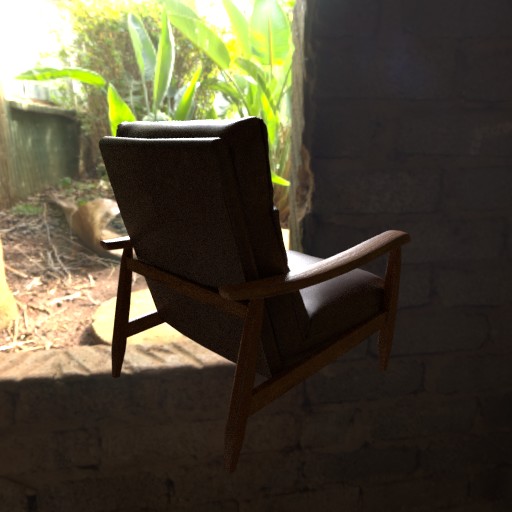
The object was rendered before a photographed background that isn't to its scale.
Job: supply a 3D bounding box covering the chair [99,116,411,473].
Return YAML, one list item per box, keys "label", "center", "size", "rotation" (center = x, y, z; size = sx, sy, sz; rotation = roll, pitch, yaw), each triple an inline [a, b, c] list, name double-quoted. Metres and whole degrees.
- label: "chair"
  center: [0.000, 0.000, 1.538]
  size: [0.830, 0.897, 0.782]
  rotation: [-14, 21, -41]
